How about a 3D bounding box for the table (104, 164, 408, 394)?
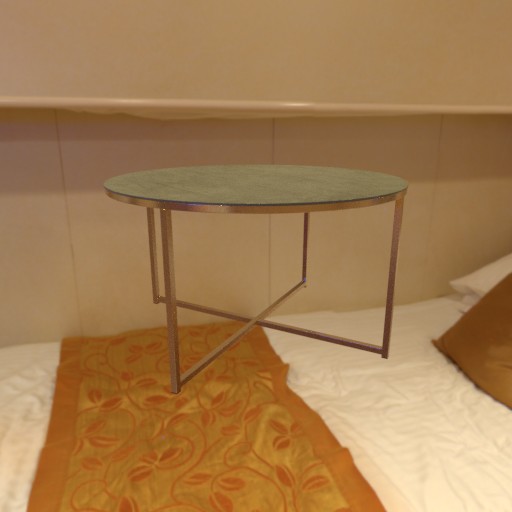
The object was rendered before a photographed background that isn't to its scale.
[{"bbox_3d":[0.000,0.000,1.290,0.800,0.450,0.800,0,17,0],"label":"table"}]
